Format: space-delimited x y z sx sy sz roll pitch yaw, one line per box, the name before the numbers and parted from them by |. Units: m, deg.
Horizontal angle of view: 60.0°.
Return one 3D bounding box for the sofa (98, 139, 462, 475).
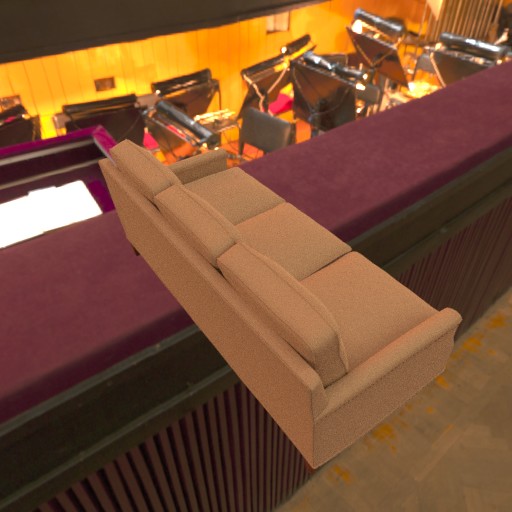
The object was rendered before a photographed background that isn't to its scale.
sofa | 0.000 0.000 2.759 1.084 1.003 2.246 -25 46 -26
